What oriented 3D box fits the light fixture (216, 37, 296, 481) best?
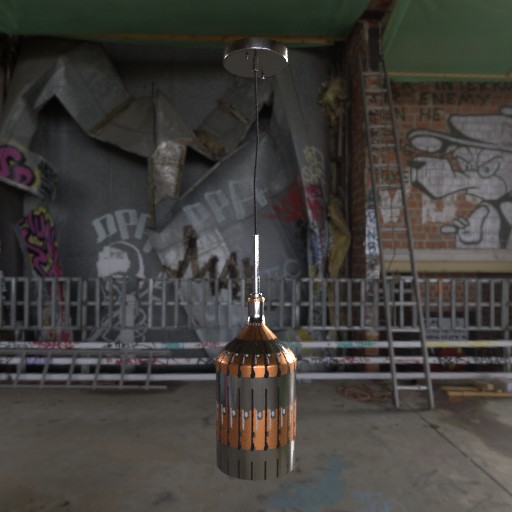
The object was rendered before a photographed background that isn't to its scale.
[{"bbox_3d":[0.000,0.000,1.671,0.303,1.535,0.303,0,-1,0],"label":"light fixture"}]
